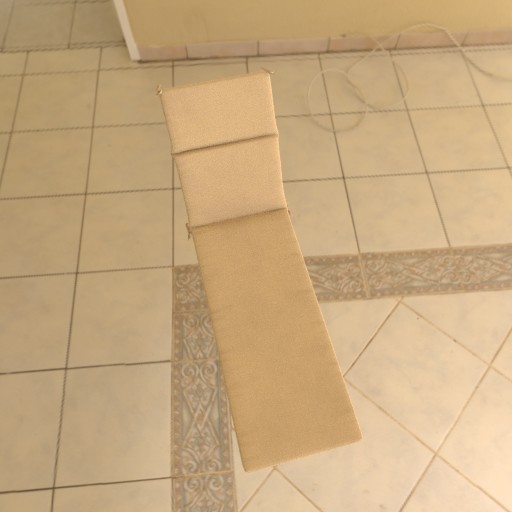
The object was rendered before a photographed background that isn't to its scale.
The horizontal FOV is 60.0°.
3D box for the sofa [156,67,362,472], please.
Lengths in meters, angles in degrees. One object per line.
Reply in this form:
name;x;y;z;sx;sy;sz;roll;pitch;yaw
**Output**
sofa;0.000;0.000;1.965;0.582;0.622;1.663;-13;65;-6
